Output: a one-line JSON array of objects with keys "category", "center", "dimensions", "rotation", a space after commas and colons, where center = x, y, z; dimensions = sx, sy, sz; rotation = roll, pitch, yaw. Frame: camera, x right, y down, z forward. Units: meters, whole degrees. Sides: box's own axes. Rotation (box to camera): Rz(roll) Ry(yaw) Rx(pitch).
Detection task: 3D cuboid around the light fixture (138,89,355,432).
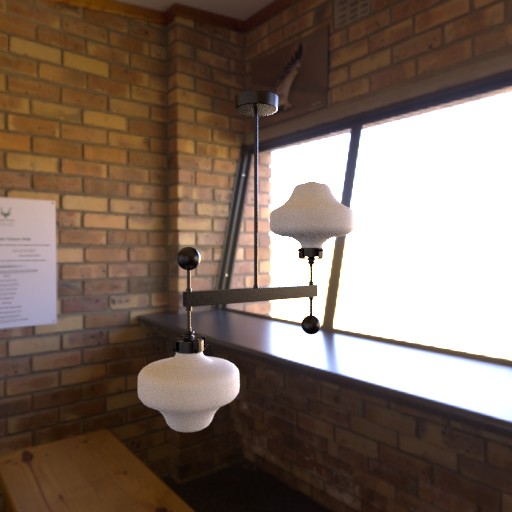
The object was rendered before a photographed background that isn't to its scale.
[{"category": "light fixture", "center": [0.000, 0.000, 1.041], "dimensions": [0.422, 0.743, 0.489], "rotation": [0, 1, 19]}]
